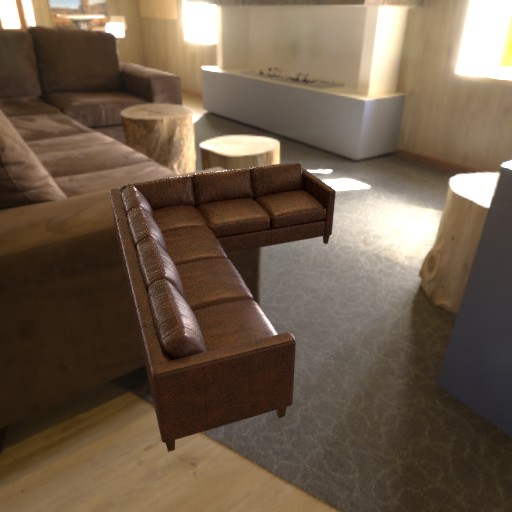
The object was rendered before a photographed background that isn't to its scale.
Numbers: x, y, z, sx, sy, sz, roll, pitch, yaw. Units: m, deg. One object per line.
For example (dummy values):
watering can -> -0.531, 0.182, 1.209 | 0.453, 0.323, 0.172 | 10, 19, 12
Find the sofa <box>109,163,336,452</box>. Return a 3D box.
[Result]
sofa -> 0.000, 0.000, 4.288 | 2.438, 0.836, 3.152 | -10, 31, -18
